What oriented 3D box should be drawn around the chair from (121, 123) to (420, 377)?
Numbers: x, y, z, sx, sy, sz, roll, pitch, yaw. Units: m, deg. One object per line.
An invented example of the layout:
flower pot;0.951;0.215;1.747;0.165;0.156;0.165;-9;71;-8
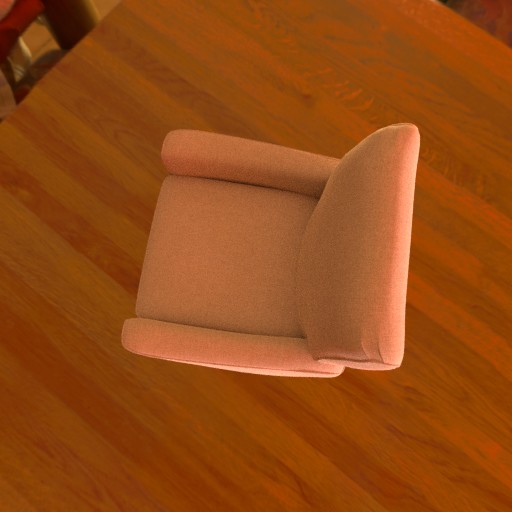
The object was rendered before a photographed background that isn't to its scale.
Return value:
chair;0.000;0.000;1.650;0.859;1.023;0.845;8;77;2
